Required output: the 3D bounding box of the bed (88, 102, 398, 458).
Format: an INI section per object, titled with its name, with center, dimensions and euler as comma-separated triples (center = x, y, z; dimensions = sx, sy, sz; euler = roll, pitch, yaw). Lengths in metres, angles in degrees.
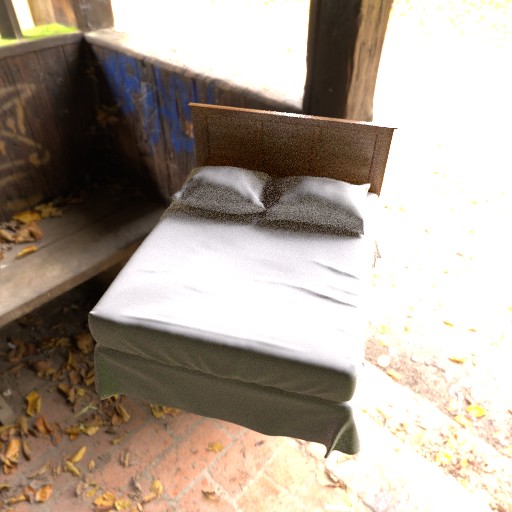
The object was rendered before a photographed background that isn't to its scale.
[bed]
center = 0.000, 0.000, 3.141
dimensions = 1.870, 1.273, 2.035
euler = 10, 42, 11
